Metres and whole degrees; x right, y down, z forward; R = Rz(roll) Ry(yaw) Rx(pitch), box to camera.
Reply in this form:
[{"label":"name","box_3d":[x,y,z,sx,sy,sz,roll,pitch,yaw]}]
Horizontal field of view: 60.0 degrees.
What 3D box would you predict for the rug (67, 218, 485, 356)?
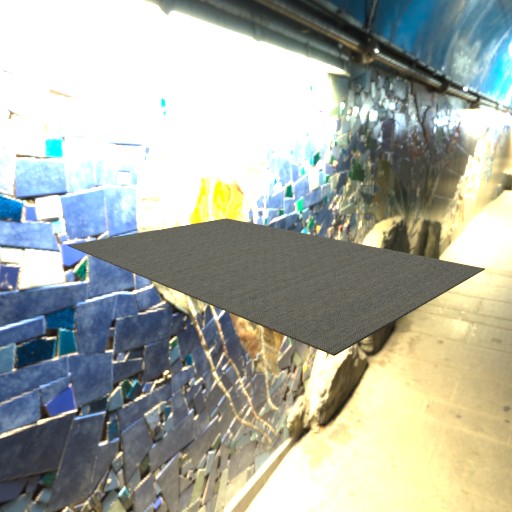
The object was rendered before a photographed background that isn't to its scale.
[{"label":"rug","box_3d":[0.000,0.000,2.188,1.142,0.006,1.752,-15,21,-43]}]
